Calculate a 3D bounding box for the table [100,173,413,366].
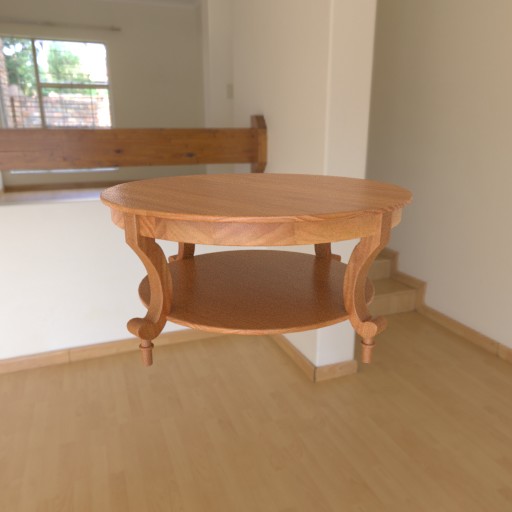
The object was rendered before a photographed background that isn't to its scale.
[{"bbox_3d":[0.000,0.000,1.598,1.029,0.490,1.029,0,16,0],"label":"table"}]
